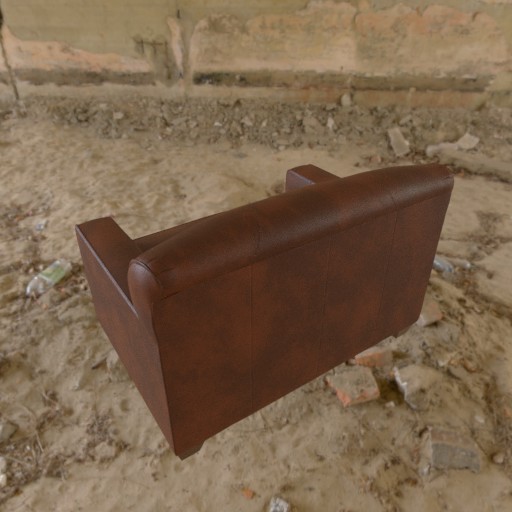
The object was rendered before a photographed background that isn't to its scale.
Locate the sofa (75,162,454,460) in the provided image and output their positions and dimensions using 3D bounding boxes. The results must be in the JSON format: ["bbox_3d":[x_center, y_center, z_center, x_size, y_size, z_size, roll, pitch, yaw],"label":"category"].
[{"bbox_3d":[0.000,0.000,2.079,1.413,0.956,1.000,-20,37,-28],"label":"sofa"}]
